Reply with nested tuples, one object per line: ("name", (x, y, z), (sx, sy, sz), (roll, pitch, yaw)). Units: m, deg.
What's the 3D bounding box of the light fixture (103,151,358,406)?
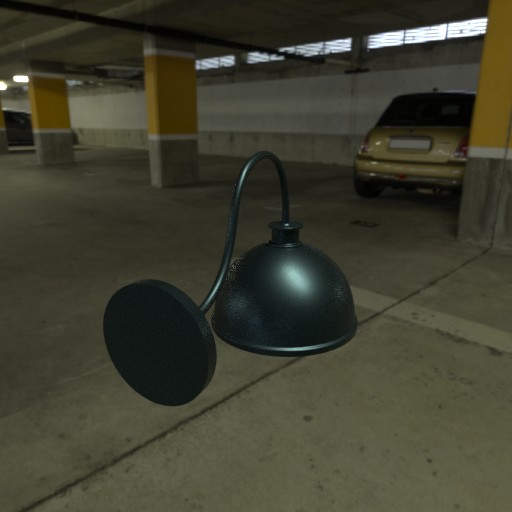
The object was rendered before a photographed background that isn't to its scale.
("light fixture", (0.000, 0.000, 0.643), (0.253, 0.295, 0.467), (8, 19, 26))
